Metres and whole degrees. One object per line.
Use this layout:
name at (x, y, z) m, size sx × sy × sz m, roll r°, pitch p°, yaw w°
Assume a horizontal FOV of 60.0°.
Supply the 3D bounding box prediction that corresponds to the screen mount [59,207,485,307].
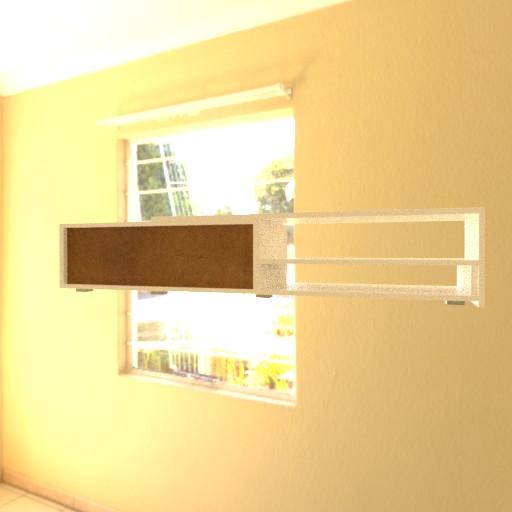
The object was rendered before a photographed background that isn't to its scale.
screen mount at (0.000, 0.000, 1.878) m, size 1.680 × 0.320 × 0.420 m, roll 0°, pitch 1°, yaw 18°
